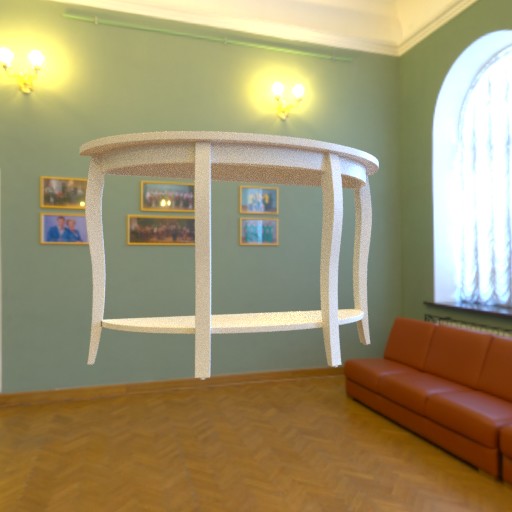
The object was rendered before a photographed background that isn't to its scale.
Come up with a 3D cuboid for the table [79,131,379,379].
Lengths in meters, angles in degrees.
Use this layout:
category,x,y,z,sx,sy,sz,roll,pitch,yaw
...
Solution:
category,x,y,z,sx,sy,sz,roll,pitch,yaw
table,0.000,0.000,1.620,1.219,0.780,0.394,0,0,-19
